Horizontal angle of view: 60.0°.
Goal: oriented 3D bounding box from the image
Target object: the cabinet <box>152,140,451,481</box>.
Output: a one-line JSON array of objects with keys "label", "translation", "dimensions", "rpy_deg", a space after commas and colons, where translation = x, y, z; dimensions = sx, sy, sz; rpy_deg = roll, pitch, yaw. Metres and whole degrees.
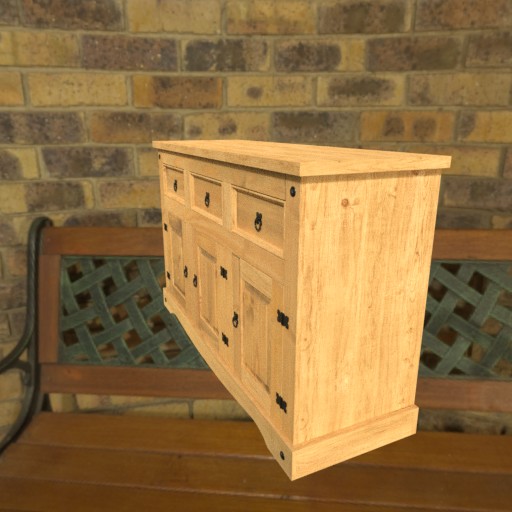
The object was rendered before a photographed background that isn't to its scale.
[{"label": "cabinet", "translation": [0.000, 0.000, 1.685], "dimensions": [0.432, 0.810, 1.321], "rpy_deg": [-8, 18, -24]}]
